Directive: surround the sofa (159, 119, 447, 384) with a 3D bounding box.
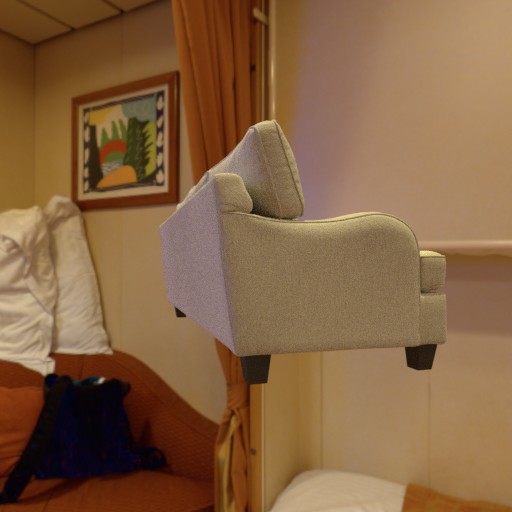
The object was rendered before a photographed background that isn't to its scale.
[{"bbox_3d":[0.000,0.000,2.799,1.016,0.991,2.323,0,-1,-17],"label":"sofa"}]
